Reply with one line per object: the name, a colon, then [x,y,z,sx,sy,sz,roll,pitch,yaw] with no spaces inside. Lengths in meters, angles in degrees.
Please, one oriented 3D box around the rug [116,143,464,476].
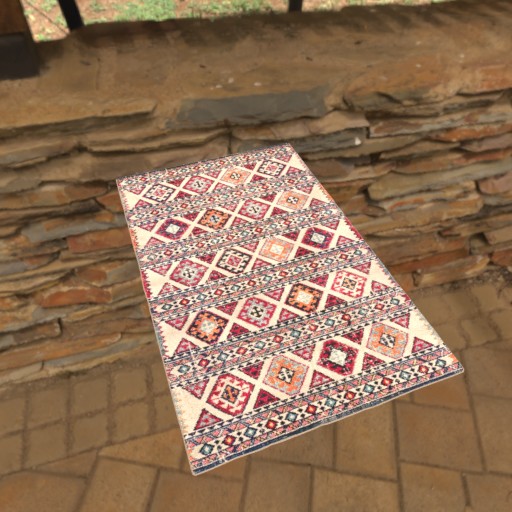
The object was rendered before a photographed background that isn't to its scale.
rug: [0.000,0.000,3.023,1.545,0.010,2.440,-15,48,-14]
